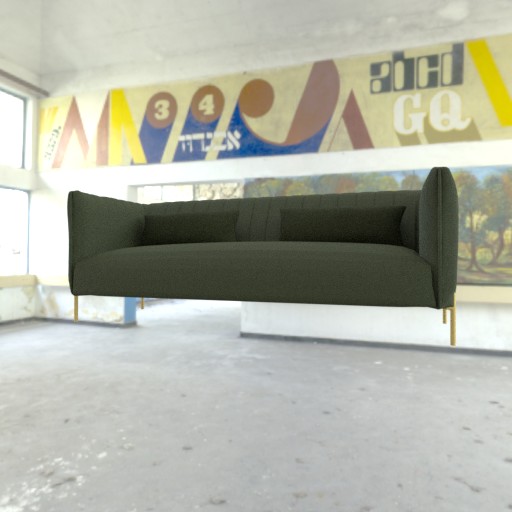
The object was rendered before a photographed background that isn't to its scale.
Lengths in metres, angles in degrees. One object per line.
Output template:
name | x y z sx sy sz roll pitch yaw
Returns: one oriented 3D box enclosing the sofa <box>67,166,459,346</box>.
sofa | 0.000 0.000 2.619 2.137 0.793 0.896 0 0 20
